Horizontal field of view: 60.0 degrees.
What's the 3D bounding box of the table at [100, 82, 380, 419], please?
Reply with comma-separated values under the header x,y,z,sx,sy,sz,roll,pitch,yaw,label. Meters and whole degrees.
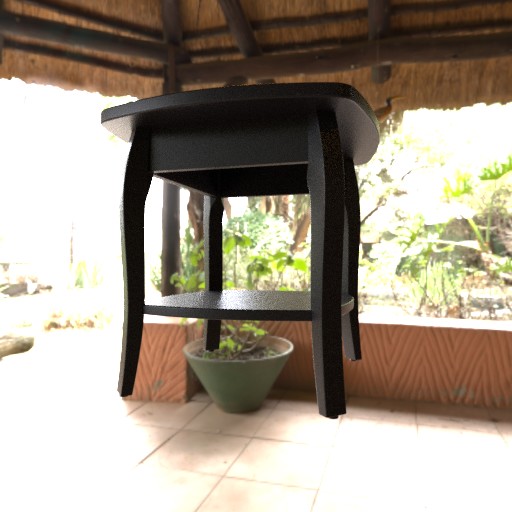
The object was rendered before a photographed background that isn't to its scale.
x,y,z,sx,sy,sz,roll,pitch,yaw,label
0.000,0.000,0.849,0.457,0.457,0.508,0,0,17,table
